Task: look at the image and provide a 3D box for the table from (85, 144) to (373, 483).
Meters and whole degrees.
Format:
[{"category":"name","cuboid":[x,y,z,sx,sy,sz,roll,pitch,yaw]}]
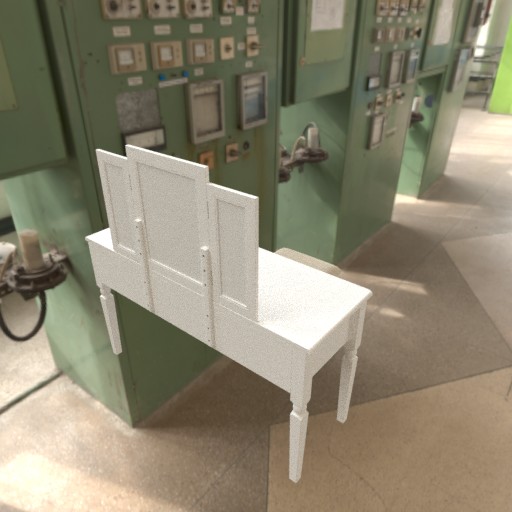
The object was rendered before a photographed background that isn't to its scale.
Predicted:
[{"category":"table","cuboid":[0.000,0.000,2.303,1.369,1.310,1.115,22,36,33]}]
